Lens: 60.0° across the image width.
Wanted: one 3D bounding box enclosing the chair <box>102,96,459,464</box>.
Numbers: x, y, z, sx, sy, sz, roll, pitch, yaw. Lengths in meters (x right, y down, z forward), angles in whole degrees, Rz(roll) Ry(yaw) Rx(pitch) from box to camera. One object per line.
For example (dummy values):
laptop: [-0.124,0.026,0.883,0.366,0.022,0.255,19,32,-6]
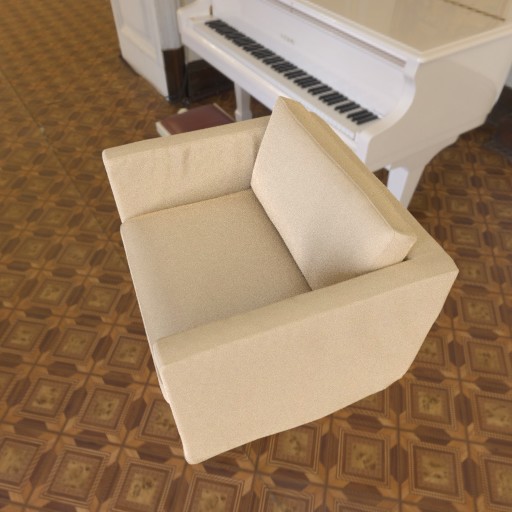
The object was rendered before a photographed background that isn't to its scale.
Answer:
chair: [0.000,0.000,1.731,0.947,0.851,1.057,-16,49,-14]
